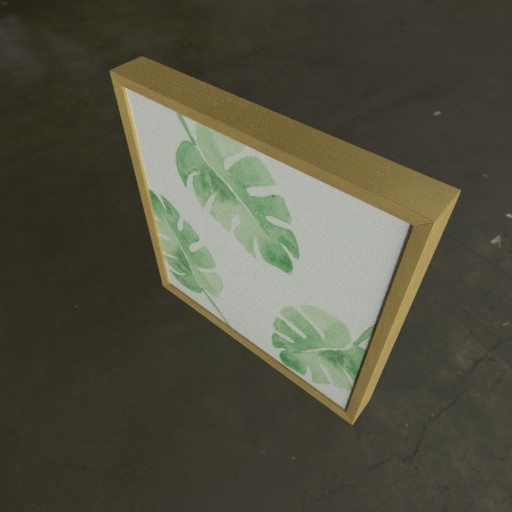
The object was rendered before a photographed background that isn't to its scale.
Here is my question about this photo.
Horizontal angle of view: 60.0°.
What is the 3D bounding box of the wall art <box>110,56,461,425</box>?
[{"bbox_3d":[0.000,0.000,0.447,0.305,0.305,0.038,31,55,25],"label":"wall art"}]
